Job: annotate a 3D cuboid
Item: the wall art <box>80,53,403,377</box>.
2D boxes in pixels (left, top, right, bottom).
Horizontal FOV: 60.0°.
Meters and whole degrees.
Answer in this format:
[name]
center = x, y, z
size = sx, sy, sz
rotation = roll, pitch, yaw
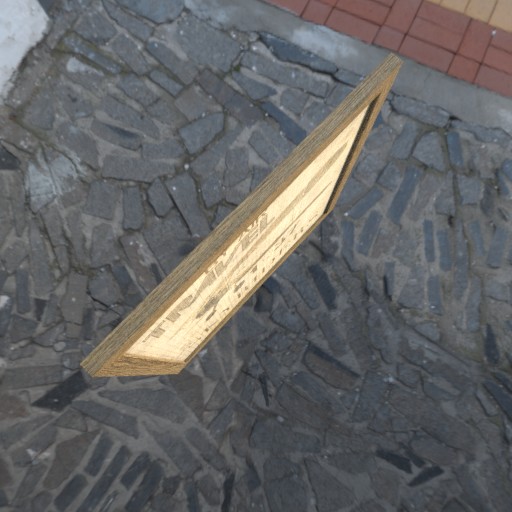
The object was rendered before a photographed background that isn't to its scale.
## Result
[wall art]
center = 0.000, 0.000, 0.742
size = 0.019, 0.508, 0.508
rotation = 42, 79, 10
